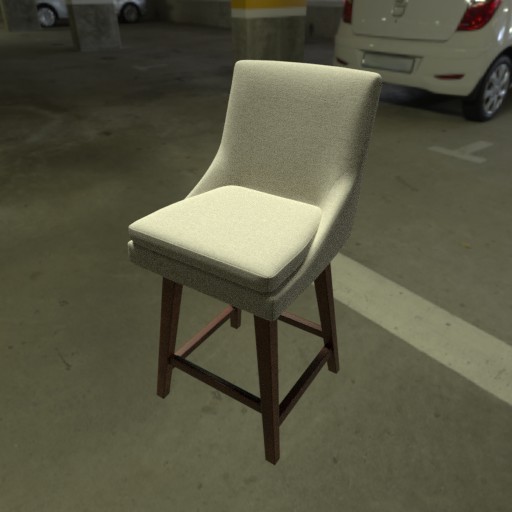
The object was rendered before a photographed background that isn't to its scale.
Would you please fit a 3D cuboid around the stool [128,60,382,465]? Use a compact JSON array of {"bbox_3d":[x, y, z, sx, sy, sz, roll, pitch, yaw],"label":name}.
[{"bbox_3d":[0.000,0.000,1.307,0.469,0.991,0.559,19,36,28],"label":"stool"}]
